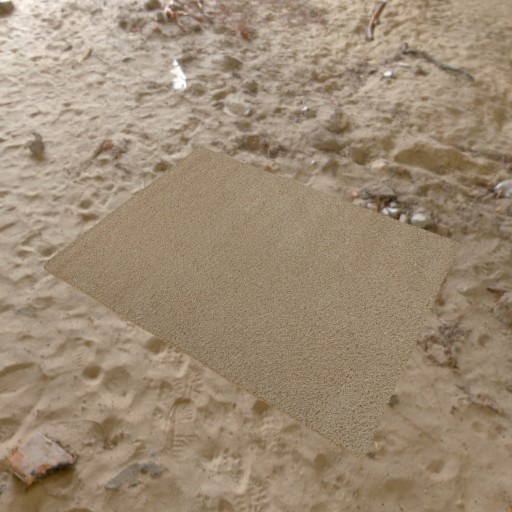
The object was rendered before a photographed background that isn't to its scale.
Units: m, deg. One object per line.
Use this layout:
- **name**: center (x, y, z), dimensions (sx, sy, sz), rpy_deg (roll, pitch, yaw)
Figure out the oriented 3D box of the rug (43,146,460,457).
- **rug**: center (0.000, 0.000, 2.105), dimensions (1.600, 0.025, 1.199), rpy_deg (25, 51, 22)
